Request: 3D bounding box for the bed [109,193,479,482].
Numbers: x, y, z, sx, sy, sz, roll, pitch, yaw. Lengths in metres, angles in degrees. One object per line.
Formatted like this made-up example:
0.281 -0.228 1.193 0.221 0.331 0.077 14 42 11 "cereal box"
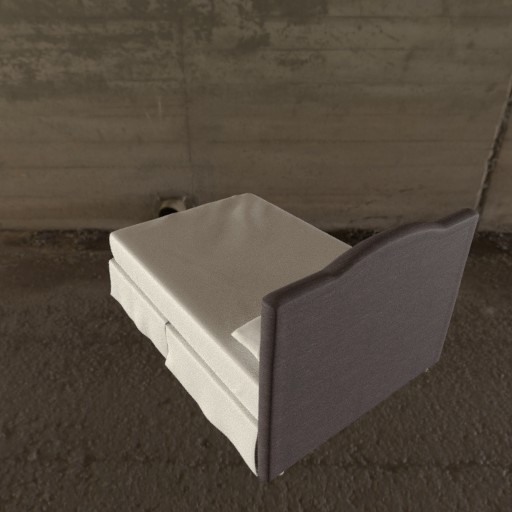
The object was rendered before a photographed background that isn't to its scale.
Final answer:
0.000 0.000 3.559 1.741 1.441 2.507 -21 37 -31 "bed"
